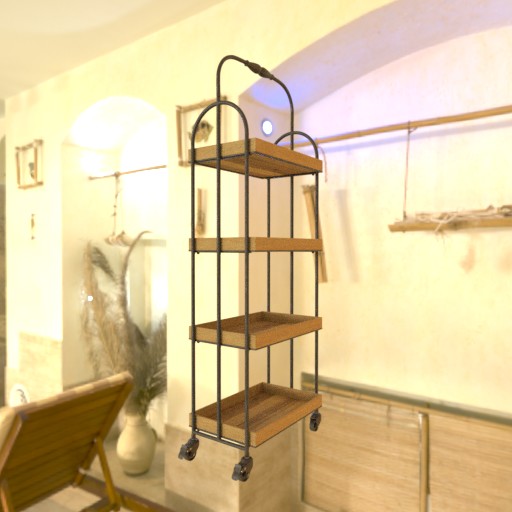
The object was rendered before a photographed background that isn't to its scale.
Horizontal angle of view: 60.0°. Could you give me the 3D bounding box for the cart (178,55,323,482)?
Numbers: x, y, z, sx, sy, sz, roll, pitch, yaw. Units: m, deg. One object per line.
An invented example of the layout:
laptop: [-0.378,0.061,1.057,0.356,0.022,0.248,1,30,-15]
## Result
cart: [0.000,0.000,1.724,0.308,1.481,0.581,1,1,36]
